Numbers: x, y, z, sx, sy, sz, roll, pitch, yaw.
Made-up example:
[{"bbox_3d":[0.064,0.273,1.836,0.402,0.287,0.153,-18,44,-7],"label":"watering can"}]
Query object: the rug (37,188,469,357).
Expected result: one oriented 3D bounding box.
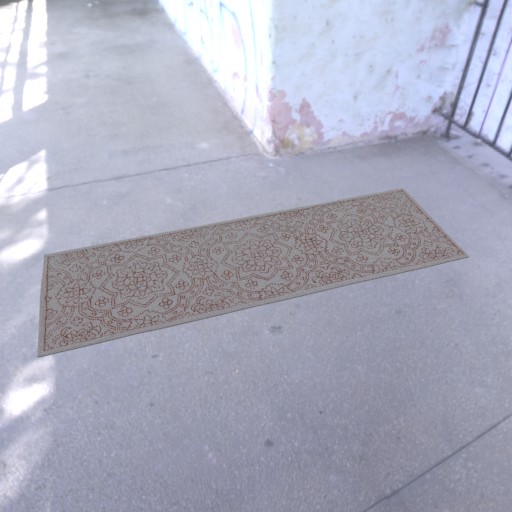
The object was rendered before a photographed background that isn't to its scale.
[{"bbox_3d":[0.000,0.000,2.663,2.448,0.012,0.769,-12,44,-12],"label":"rug"}]
